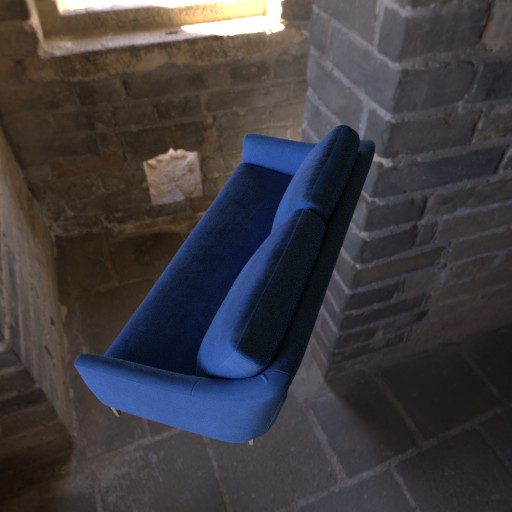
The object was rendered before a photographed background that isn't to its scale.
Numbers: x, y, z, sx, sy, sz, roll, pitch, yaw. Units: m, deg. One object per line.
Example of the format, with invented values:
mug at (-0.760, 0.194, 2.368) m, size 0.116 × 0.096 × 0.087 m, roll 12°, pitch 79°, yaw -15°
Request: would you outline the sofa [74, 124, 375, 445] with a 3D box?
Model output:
sofa at (0.000, 0.000, 2.559) m, size 0.960 × 0.903 × 2.036 m, roll 16°, pitch 48°, yaw 14°
